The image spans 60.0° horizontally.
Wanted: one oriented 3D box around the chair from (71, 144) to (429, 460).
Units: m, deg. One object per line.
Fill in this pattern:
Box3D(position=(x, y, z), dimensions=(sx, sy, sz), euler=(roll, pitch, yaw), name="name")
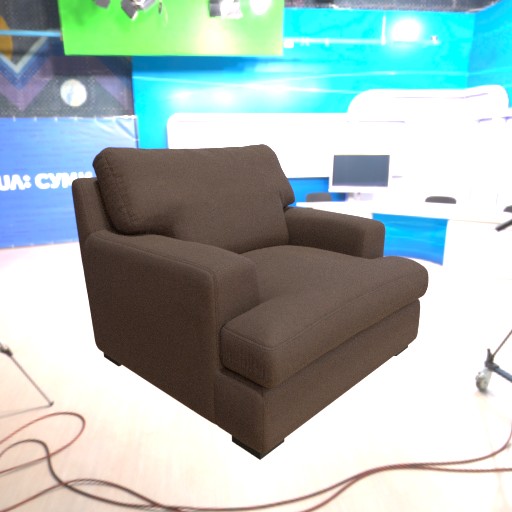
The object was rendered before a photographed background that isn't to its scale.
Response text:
Box3D(position=(0.000, 0.000, 1.960), dimensions=(1.143, 0.940, 1.168), euler=(14, 21, 41), name="chair")
